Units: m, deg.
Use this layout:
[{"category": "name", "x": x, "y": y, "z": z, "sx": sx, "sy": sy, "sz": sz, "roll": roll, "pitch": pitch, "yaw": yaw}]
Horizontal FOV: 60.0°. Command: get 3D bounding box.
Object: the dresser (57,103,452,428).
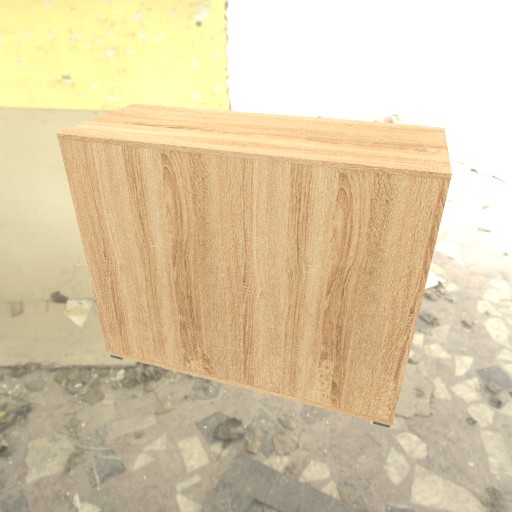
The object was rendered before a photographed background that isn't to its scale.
[{"category": "dresser", "x": 0.000, "y": 0.000, "z": 1.583, "sx": 1.100, "sy": 0.900, "sz": 0.450, "roll": 10, "pitch": 32, "yaw": 15}]
